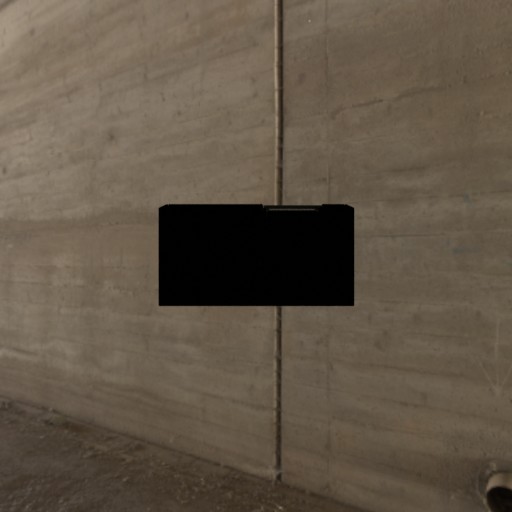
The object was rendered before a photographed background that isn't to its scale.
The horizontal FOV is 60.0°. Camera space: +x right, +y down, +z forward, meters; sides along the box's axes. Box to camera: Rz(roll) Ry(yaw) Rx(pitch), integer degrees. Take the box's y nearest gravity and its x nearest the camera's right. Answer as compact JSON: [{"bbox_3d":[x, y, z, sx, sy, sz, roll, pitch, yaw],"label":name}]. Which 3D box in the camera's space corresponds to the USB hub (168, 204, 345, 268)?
[{"bbox_3d":[0.000,0.000,0.128,0.044,0.023,0.110,0,0,0],"label":"USB hub"}]
